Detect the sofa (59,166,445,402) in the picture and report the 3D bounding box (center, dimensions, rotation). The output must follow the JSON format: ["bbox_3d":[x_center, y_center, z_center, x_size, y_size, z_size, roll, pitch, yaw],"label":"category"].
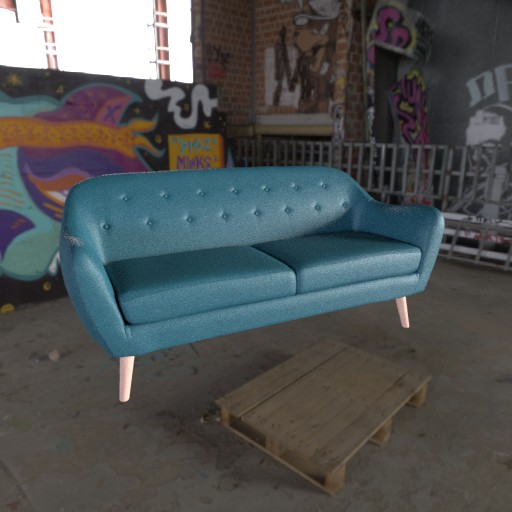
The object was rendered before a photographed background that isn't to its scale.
[{"bbox_3d":[0.000,0.000,2.274,1.840,0.836,0.820,-8,18,-26],"label":"sofa"}]
